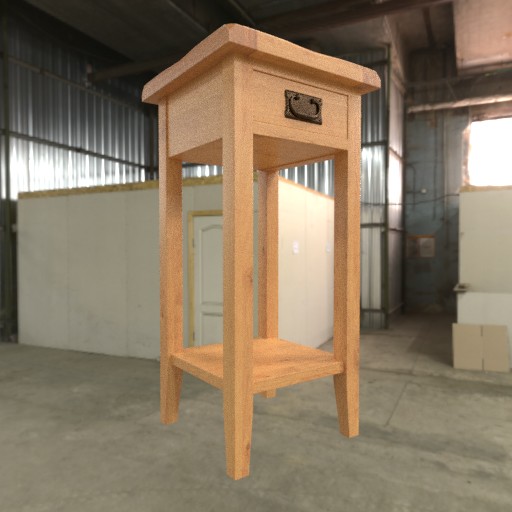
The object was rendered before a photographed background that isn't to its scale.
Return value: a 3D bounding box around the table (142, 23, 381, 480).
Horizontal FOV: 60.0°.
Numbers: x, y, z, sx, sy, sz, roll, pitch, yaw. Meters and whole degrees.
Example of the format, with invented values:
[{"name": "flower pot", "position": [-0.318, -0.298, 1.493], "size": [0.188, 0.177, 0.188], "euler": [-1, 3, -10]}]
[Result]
[{"name": "table", "position": [0.000, 0.000, 0.943], "size": [0.360, 0.740, 0.360], "euler": [-1, 2, -36]}]
